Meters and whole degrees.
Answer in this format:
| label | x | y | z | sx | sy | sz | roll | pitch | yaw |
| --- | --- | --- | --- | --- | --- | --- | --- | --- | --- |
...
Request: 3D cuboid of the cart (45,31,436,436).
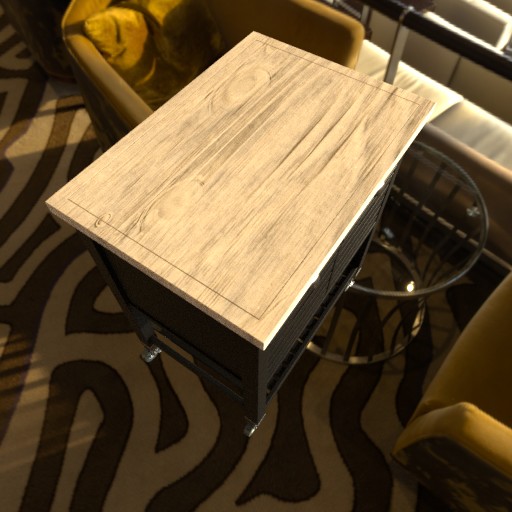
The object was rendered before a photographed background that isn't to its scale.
| label | x | y | z | sx | sy | sz | roll | pitch | yaw |
| --- | --- | --- | --- | --- | --- | --- | --- | --- | --- |
| cart | 0.000 | 0.000 | 1.422 | 0.567 | 0.920 | 0.797 | 30 | 62 | 18 |
